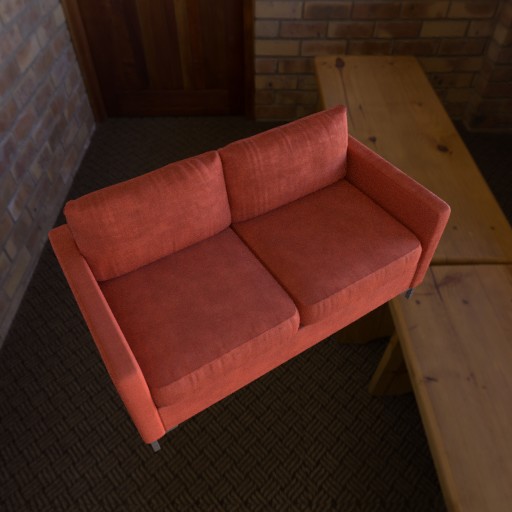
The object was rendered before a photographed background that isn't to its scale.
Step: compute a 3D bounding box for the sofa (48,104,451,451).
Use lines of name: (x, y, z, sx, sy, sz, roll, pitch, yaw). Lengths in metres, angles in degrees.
sofa: (0.000, 0.000, 2.076, 1.574, 0.896, 0.864, -25, 51, -22)
